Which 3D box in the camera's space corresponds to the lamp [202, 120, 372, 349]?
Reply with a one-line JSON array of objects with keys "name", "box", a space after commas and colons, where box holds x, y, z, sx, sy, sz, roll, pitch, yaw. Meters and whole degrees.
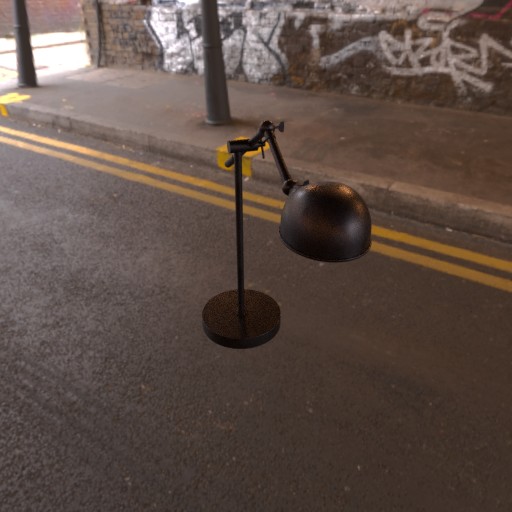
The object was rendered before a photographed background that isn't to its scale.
[{"name": "lamp", "box": [0.000, 0.000, 0.836, 0.185, 0.495, 0.567, -10, 33, -15]}]
